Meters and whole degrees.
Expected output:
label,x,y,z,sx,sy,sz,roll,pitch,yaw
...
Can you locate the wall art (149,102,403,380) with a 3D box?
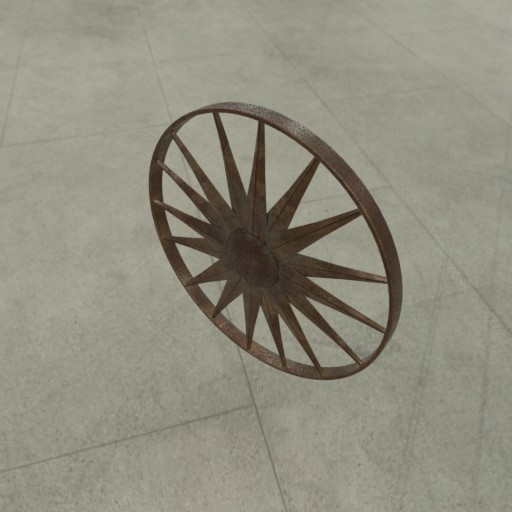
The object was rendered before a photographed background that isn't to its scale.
label,x,y,z,sx,sy,sz,roll,pitch,yaw
wall art,0.000,0.000,0.867,0.582,0.583,0.084,30,53,26
